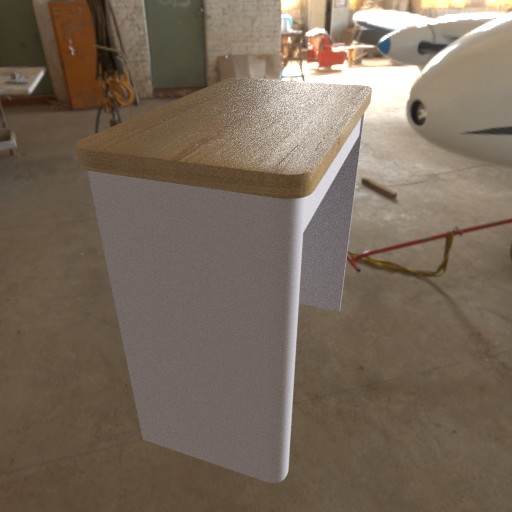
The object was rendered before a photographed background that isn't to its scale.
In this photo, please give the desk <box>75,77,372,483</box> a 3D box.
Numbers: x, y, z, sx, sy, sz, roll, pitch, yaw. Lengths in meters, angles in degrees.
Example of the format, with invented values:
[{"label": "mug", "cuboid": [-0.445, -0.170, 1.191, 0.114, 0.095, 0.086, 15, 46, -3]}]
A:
[{"label": "desk", "cuboid": [0.000, 0.000, 1.223, 0.440, 0.790, 0.760, 11, 33, 17]}]
